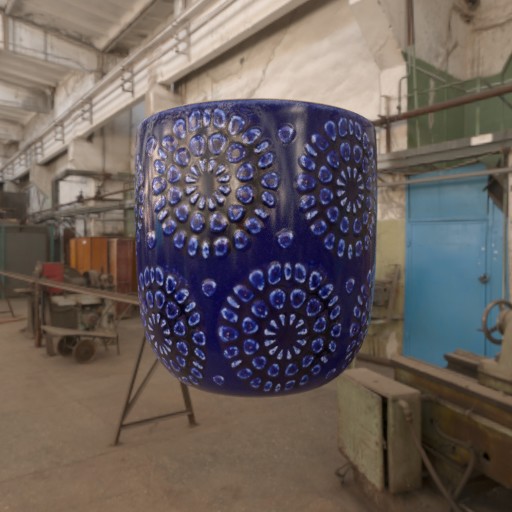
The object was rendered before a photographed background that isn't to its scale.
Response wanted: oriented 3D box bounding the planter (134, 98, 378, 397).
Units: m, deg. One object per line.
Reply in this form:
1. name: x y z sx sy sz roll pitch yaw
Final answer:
1. planter: 0.000 0.000 0.207 0.109 0.112 0.109 0 1 0
